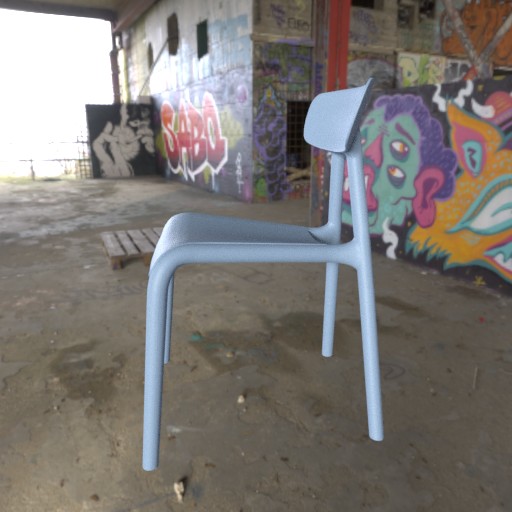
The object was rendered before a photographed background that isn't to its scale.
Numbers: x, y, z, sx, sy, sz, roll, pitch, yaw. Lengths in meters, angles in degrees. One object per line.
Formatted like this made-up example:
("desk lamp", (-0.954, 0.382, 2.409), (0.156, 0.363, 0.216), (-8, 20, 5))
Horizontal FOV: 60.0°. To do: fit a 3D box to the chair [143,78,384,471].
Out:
("chair", (0.000, 0.000, 0.800), (0.401, 0.580, 0.356), (-2, 16, -7))
